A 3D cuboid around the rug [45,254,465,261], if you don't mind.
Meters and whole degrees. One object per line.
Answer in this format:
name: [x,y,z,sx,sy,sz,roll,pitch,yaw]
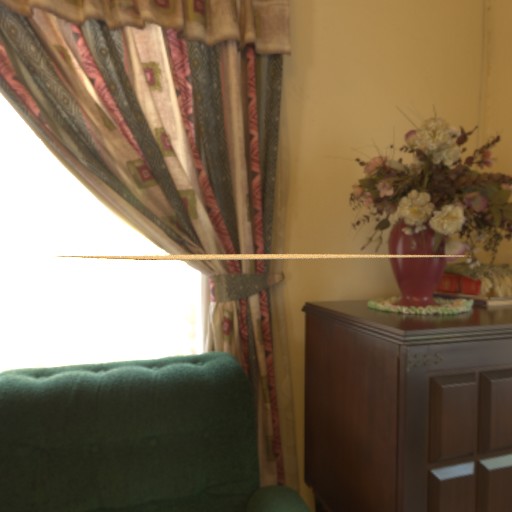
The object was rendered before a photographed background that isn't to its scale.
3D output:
rug: [0.000,0.000,4.240,3.327,0.010,2.464,0,1,-35]
